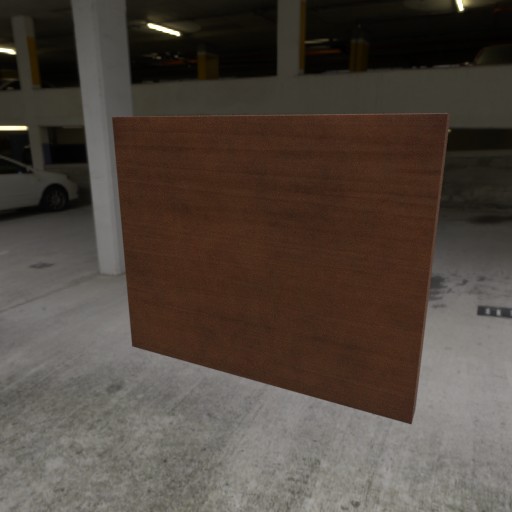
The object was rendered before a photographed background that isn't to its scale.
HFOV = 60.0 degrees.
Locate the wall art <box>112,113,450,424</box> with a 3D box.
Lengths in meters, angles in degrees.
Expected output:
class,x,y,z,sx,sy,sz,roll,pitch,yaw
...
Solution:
class,x,y,z,sx,sy,sz,roll,pitch,yaw
wall art,0.000,0.000,0.544,0.401,0.328,0.030,8,18,26
